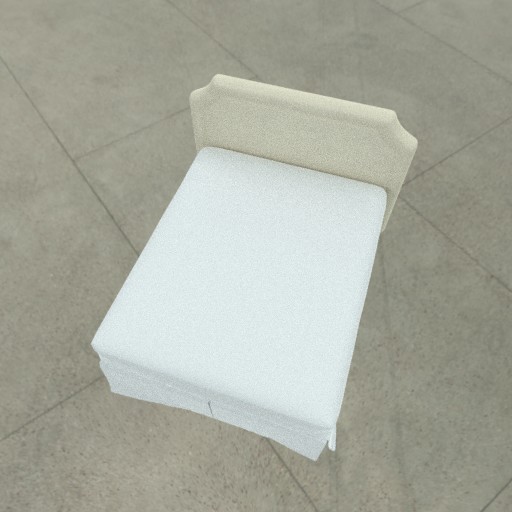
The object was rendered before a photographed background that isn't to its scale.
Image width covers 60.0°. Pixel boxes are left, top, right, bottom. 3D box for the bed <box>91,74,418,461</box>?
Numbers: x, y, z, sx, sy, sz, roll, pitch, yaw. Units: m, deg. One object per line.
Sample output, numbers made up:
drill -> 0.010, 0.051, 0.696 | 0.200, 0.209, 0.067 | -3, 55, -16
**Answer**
bed -> 0.000, 0.000, 3.234 | 1.827, 1.296, 2.209 | 16, 58, 10
